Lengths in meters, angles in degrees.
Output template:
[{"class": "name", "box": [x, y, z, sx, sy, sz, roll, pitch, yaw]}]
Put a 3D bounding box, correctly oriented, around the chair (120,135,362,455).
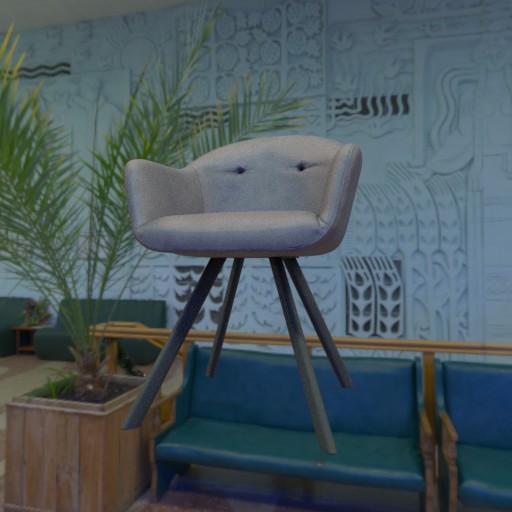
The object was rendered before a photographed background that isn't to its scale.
[{"class": "chair", "box": [0.000, 0.000, 1.189, 0.567, 0.781, 0.544, 0, -1, 16]}]
